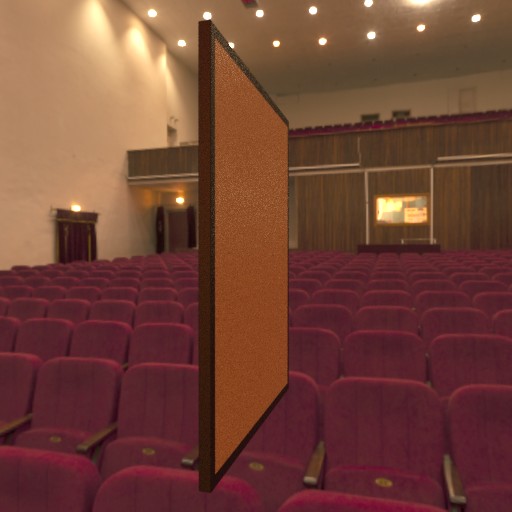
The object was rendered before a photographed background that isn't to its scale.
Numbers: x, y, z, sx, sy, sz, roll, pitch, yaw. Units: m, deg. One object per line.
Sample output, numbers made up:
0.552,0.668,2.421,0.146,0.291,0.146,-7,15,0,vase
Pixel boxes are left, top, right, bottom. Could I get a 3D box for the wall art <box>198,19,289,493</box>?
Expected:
0.000,0.000,1.336,0.030,1.027,0.774,0,0,17,wall art
